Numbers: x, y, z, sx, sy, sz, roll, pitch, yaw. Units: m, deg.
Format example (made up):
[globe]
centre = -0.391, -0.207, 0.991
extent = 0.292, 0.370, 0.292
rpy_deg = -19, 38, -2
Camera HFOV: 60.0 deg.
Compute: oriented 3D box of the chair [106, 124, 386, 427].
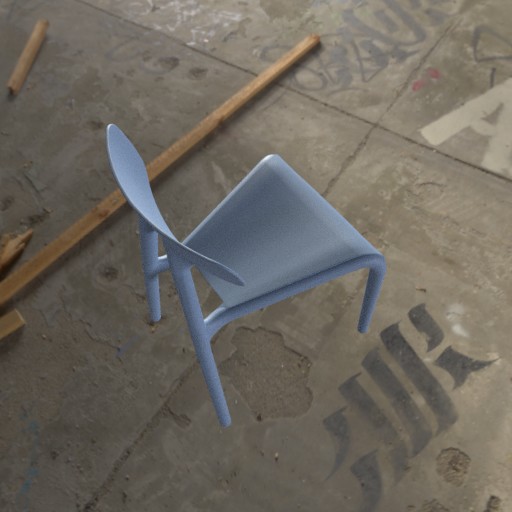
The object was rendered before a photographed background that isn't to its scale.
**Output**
[chair]
centre = 0.000, 0.000, 0.812
extent = 0.401, 0.580, 0.356
rpy_deg = -32, 63, -18
